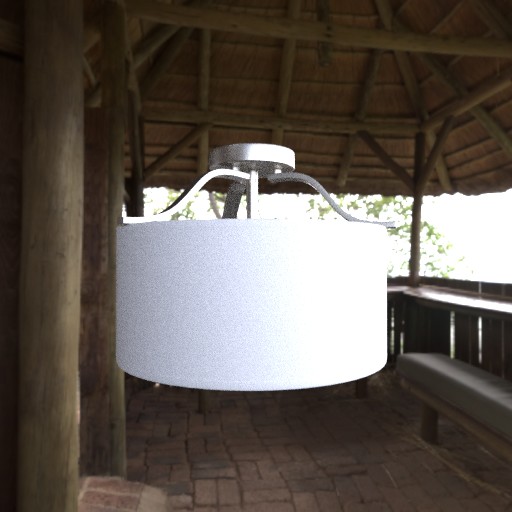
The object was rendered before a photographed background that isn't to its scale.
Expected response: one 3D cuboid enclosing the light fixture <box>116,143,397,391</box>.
[{"bbox_3d":[0.000,0.000,0.653,0.395,0.304,0.395,0,0,0],"label":"light fixture"}]
